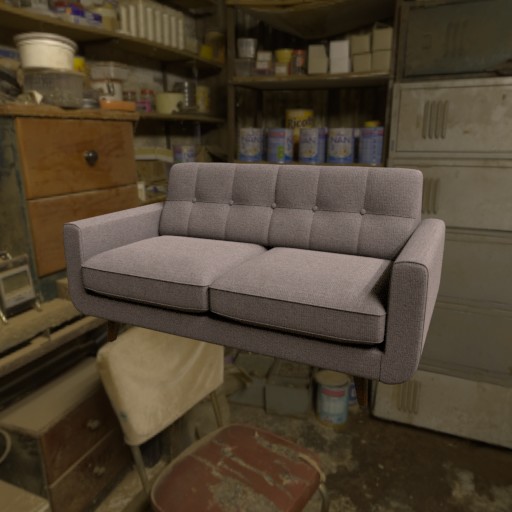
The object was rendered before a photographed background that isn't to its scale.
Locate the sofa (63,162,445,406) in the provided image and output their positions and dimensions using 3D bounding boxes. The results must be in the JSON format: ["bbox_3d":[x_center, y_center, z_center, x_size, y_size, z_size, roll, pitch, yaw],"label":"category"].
[{"bbox_3d":[0.000,0.000,2.149,1.631,0.841,0.909,7,16,25],"label":"sofa"}]
